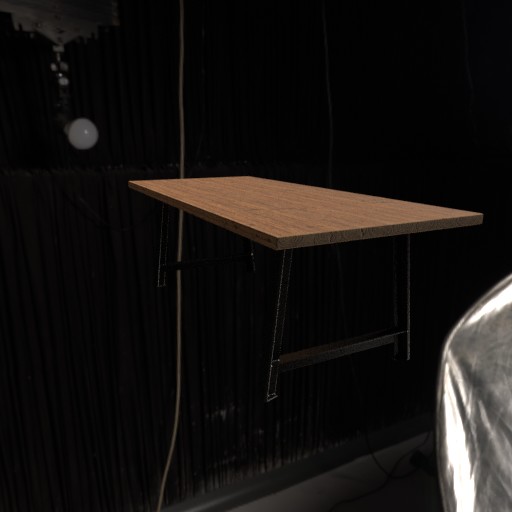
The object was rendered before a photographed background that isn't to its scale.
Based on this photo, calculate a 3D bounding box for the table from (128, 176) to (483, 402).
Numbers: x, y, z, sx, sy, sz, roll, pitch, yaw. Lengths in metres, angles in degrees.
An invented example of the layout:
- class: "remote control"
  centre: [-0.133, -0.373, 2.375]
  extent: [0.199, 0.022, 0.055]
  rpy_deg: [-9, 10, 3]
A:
- class: "table"
  centre: [0.000, 0.000, 2.666]
  extent: [1.000, 0.757, 2.200]
  rpy_deg: [-7, 16, -26]
